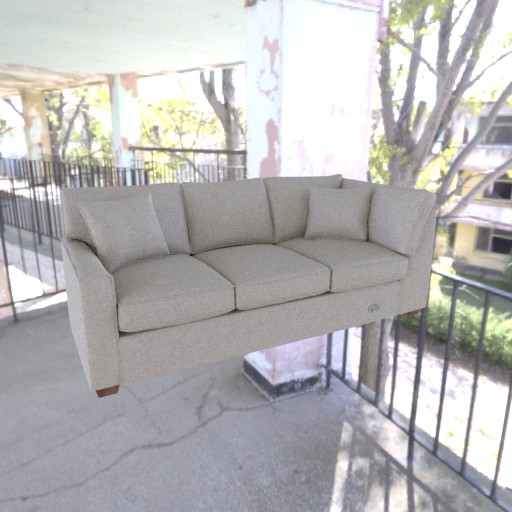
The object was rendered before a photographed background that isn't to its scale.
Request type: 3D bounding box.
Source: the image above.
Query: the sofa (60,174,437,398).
[{"bbox_3d":[0.000,0.000,2.956,2.317,0.962,1.061,-8,17,-27],"label":"sofa"}]
